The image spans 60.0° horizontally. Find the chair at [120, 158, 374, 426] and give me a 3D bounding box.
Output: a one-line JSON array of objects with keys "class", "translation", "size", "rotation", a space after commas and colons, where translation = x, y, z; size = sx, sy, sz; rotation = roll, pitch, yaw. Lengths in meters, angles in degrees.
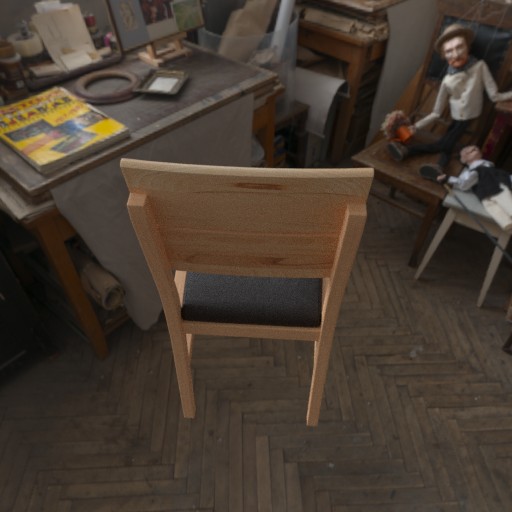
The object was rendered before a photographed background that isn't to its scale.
[{"class": "chair", "translation": [0.000, 0.000, 1.254], "size": [0.475, 0.950, 0.560], "rotation": [3, 46, 3]}]
